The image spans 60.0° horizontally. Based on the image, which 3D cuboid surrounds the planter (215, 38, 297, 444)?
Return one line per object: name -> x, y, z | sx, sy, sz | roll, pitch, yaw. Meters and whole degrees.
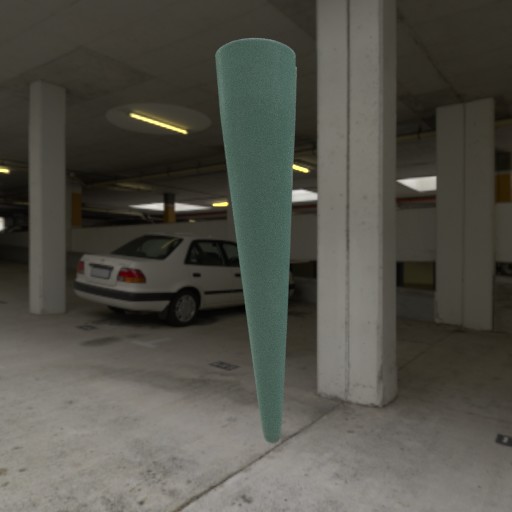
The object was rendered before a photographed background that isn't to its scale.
planter -> 0.000, 0.000, 0.300 | 0.054, 0.268, 0.055 | 0, 0, 35
